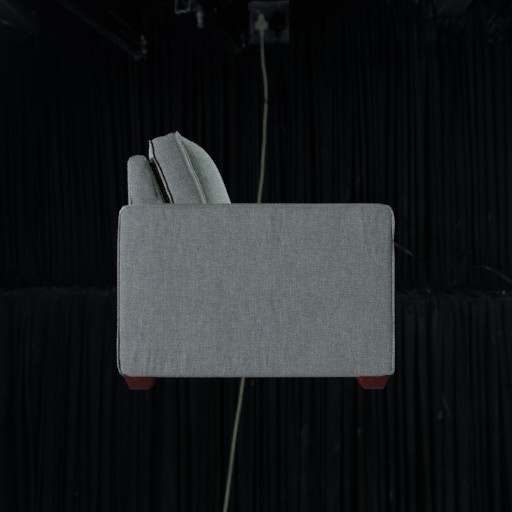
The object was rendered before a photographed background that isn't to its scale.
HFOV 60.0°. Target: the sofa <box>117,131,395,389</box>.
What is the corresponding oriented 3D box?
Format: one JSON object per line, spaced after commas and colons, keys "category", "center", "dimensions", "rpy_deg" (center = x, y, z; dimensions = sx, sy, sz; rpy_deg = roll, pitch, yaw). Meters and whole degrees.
{"category": "sofa", "center": [0.000, 0.000, 2.295], "dimensions": [0.945, 0.915, 1.706], "rpy_deg": [0, -1, 0]}
